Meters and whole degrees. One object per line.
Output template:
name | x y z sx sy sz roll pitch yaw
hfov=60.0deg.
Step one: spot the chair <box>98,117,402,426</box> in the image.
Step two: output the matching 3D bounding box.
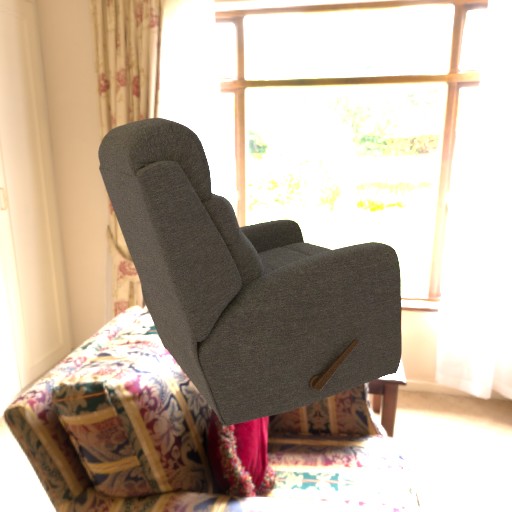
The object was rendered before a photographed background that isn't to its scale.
chair | 0.000 0.000 1.749 1.043 1.013 0.798 -7 15 -27
